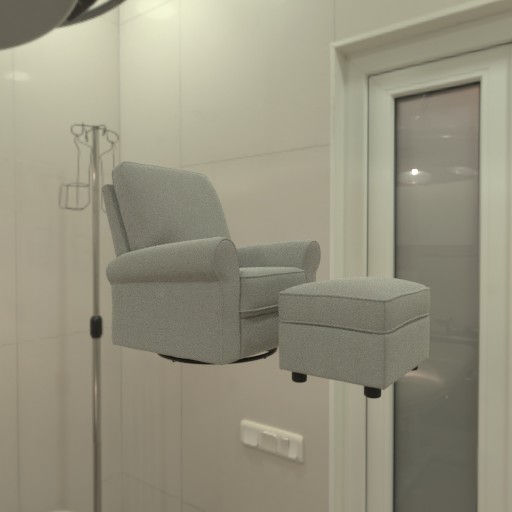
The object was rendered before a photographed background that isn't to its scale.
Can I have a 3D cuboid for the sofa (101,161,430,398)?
[{"bbox_3d":[0.000,0.000,2.101,1.478,0.959,0.880,1,2,36],"label":"sofa"}]
